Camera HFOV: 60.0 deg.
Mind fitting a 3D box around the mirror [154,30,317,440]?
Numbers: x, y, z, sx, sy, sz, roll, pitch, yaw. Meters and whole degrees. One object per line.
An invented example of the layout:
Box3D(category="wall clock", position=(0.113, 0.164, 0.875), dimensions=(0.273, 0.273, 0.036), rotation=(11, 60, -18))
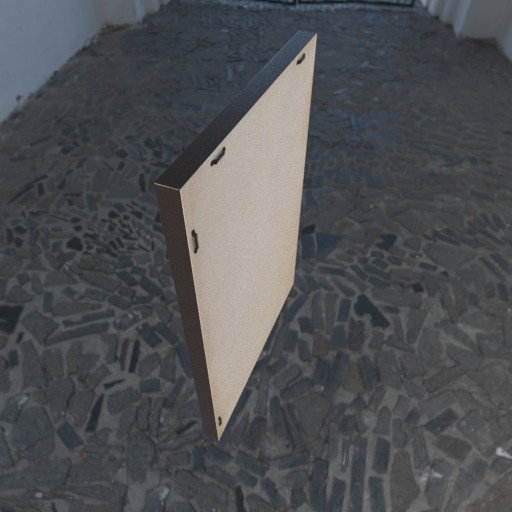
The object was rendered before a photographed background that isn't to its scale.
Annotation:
Box3D(category="mirror", position=(0.000, 0.000, 0.914), dimensions=(0.040, 0.710, 0.507), rotation=(17, 49, 16))
